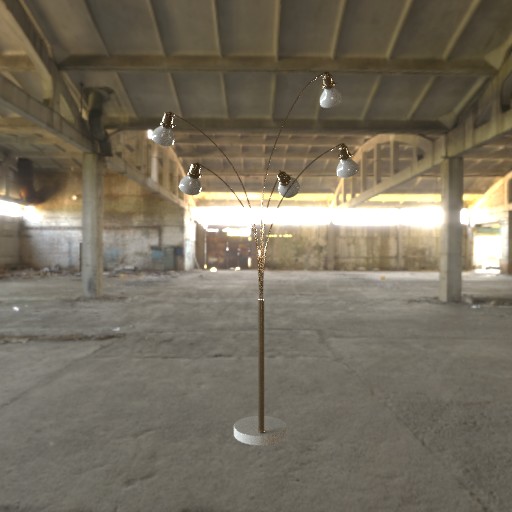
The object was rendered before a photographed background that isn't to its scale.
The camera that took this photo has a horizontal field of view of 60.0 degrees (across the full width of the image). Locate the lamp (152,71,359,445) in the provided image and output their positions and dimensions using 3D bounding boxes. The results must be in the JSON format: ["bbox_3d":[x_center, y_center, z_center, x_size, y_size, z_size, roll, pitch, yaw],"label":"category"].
[{"bbox_3d":[0.000,0.000,3.005,1.405,2.423,0.361,0,0,0],"label":"lamp"}]
